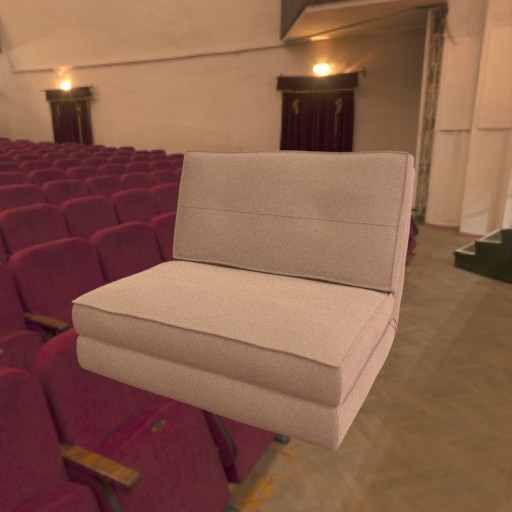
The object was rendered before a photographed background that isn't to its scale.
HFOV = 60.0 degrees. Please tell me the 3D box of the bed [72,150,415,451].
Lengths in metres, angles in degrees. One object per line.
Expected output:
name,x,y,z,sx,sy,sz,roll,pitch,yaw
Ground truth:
bed,0.000,0.000,1.331,0.799,0.614,0.749,8,17,27
